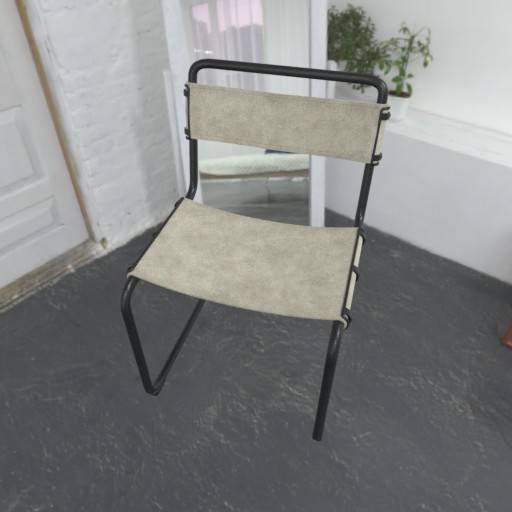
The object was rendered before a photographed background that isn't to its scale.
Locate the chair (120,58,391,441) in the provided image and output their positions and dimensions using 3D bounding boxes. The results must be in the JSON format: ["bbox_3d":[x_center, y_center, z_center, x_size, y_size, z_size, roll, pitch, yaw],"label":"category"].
[{"bbox_3d":[0.000,0.000,1.079,0.499,0.747,0.497,11,42,12],"label":"chair"}]
